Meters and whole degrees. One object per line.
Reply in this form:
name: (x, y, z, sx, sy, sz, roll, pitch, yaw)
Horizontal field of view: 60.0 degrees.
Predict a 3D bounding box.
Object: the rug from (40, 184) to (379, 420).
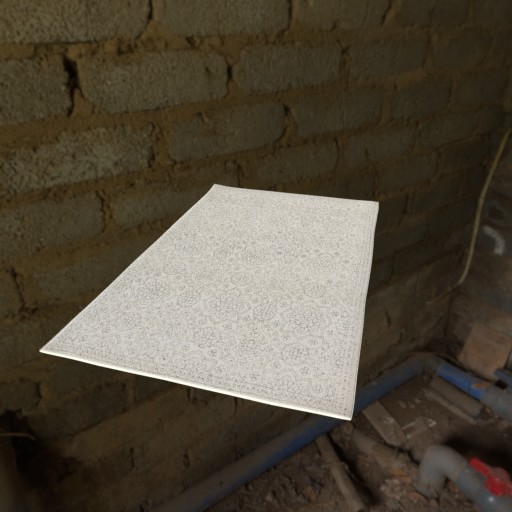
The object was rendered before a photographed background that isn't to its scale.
rug: (0.000, 0.000, 2.402, 1.214, 0.023, 1.947, 8, 30, 14)
